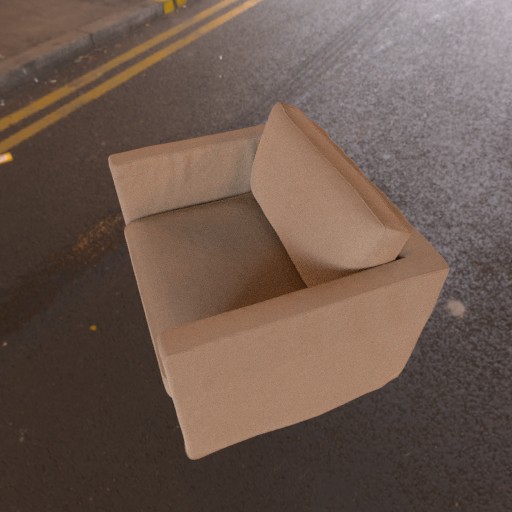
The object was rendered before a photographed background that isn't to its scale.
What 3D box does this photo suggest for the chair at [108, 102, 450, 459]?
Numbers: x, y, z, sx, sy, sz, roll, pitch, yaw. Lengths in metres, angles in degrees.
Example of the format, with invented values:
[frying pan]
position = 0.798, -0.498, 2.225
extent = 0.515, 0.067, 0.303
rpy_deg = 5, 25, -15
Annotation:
[chair]
position = 0.000, 0.000, 1.787
extent = 0.949, 0.867, 1.057
rpy_deg = -15, 48, -15
